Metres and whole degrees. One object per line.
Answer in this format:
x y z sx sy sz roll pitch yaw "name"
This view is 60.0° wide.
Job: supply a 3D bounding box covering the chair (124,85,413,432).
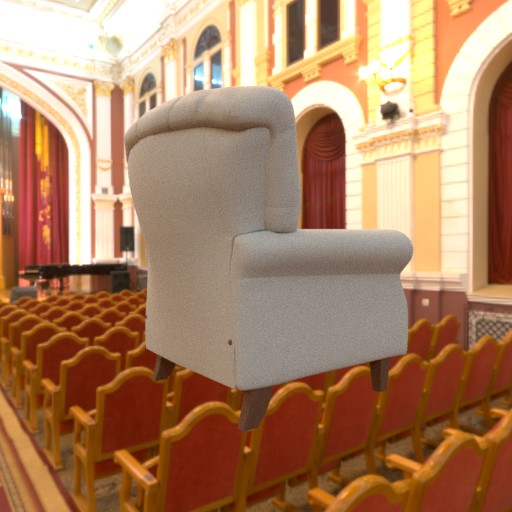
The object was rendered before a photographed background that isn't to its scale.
0.000 0.000 2.061 1.128 1.217 1.090 0 1 -36 "chair"
